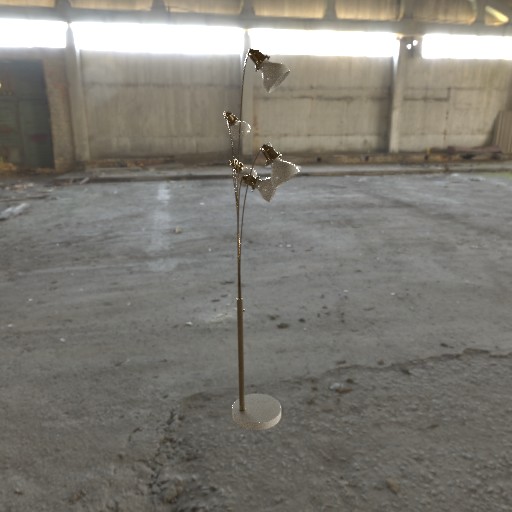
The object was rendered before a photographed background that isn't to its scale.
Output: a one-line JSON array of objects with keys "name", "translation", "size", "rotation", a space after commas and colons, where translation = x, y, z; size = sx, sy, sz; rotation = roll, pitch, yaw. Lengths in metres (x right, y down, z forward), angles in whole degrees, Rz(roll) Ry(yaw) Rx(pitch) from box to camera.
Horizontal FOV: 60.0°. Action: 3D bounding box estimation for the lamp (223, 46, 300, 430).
[{"name": "lamp", "translation": [0.000, 0.000, 2.974], "size": [0.361, 2.423, 1.405], "rotation": [-3, 16, -10]}]
